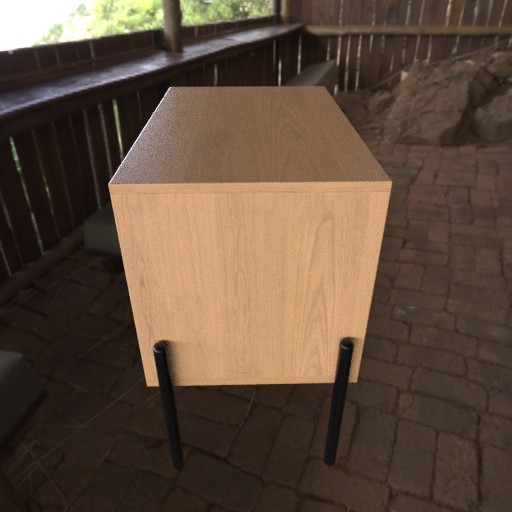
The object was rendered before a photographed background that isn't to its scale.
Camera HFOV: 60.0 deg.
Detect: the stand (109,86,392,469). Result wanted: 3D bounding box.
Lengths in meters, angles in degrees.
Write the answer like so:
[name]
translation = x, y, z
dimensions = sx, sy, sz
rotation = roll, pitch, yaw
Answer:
[stand]
translation = 0.000, 0.000, 0.988
dimensions = 0.400, 0.600, 0.630
rotation = -1, 33, -1
